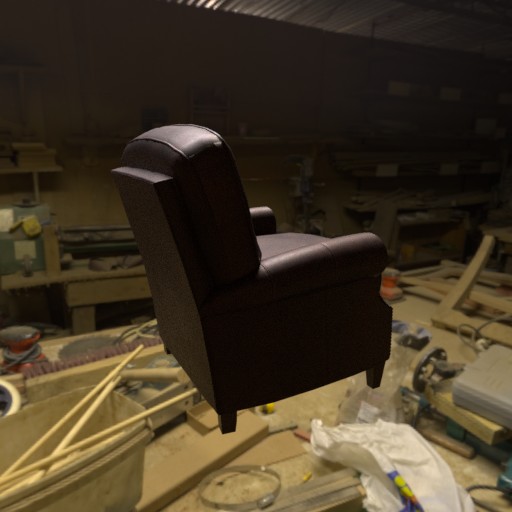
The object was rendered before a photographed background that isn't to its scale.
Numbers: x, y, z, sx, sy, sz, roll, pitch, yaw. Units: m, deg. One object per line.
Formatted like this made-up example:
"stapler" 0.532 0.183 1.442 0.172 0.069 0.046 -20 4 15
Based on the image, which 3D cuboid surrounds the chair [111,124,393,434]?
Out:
"chair" 0.000 0.000 1.813 0.986 1.018 0.936 -7 16 -27
